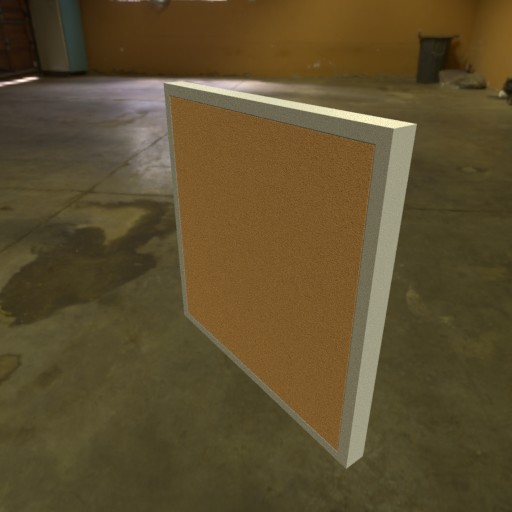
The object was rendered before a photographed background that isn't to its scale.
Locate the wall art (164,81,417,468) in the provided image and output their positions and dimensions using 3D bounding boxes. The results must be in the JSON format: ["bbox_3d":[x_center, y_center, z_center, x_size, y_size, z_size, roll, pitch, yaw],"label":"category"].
[{"bbox_3d":[0.000,0.000,0.746,0.038,0.506,0.506,-19,33,-32],"label":"wall art"}]
